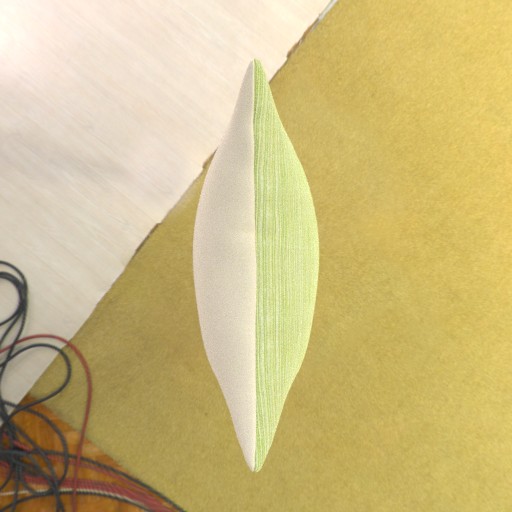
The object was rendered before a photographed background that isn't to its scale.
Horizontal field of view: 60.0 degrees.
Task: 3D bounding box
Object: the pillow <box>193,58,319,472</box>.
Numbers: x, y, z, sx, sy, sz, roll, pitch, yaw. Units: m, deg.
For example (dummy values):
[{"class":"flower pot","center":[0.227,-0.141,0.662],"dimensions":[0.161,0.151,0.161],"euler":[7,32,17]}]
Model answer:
[{"class":"pillow","center":[0.000,0.000,0.808],"dimensions":[0.229,0.487,0.560],"euler":[0,91,0]}]
